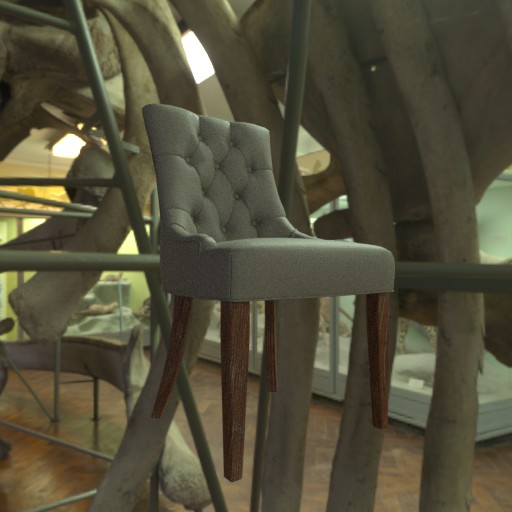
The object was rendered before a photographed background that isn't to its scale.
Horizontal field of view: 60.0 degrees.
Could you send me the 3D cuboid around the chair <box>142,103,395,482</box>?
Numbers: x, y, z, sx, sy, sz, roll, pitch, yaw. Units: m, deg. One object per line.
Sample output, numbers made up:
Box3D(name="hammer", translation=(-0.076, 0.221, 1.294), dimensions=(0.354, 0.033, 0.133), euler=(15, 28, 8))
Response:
Box3D(name="chair", translation=(0.000, 0.000, 1.185), dimensions=(0.509, 0.874, 0.565), euler=(0, -1, -36))
